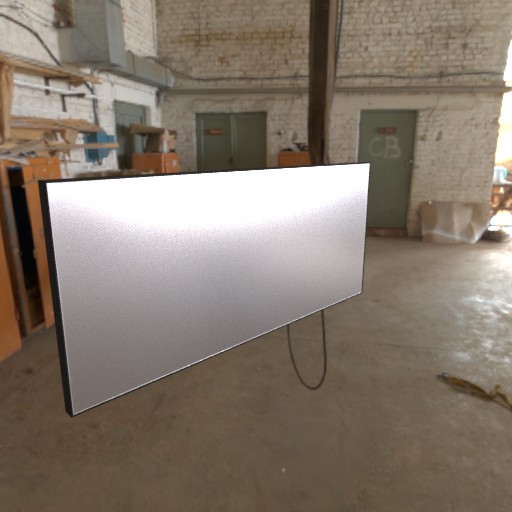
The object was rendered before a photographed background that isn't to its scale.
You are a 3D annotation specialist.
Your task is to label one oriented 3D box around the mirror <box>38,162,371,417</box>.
[{"bbox_3d":[0.000,0.000,1.779,0.047,0.692,1.584,14,20,43],"label":"mirror"}]
